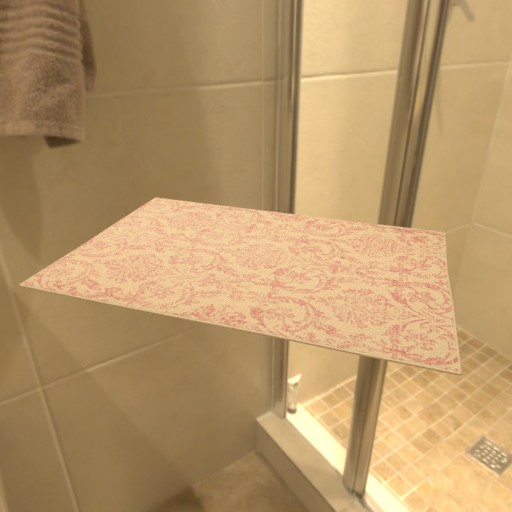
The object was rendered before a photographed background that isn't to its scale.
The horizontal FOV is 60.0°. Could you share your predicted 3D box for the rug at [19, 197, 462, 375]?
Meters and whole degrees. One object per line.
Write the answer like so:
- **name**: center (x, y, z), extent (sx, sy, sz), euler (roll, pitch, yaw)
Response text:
- **rug**: center (0.000, 0.000, 3.344), extent (2.746, 0.018, 1.819), euler (9, 28, 16)
